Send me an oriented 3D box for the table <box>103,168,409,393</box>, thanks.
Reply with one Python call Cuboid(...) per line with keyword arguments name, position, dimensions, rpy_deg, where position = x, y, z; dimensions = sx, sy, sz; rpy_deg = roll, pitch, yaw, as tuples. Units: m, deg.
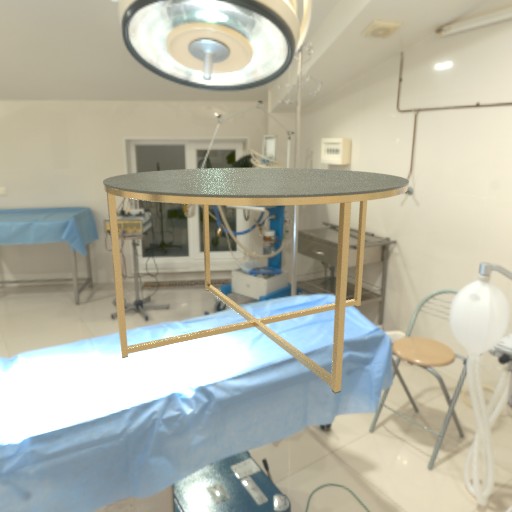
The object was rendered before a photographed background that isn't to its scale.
Cuboid(name="table", position=(0.000, 0.000, 1.280), dimensions=(0.800, 0.450, 0.800), rpy_deg=(0, 15, 0))
